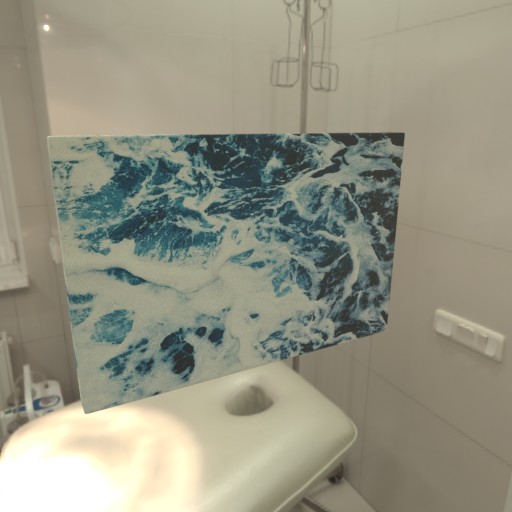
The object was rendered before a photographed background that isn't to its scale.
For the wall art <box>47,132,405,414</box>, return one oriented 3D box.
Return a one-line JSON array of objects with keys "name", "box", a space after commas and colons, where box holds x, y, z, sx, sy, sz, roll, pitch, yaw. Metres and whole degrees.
[{"name": "wall art", "box": [0.000, 0.000, 0.766, 0.609, 0.407, 0.043, -9, 19, -27]}]
